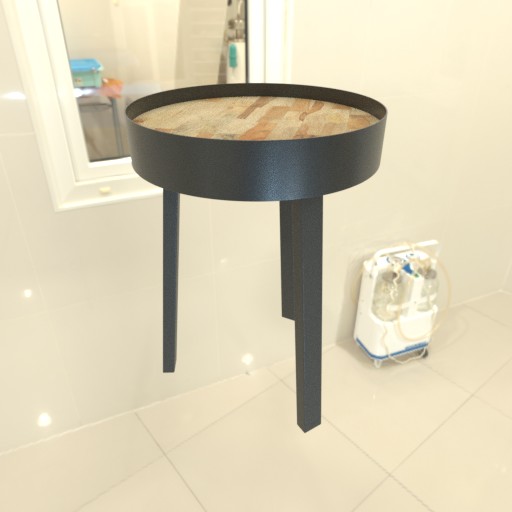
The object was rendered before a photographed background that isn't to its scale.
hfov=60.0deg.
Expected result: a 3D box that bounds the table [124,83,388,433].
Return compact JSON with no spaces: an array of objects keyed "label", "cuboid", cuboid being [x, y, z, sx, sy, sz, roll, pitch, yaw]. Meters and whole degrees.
[{"label":"table","cuboid":[0.000,0.000,0.847,0.406,0.559,0.406,0,30,0]}]
